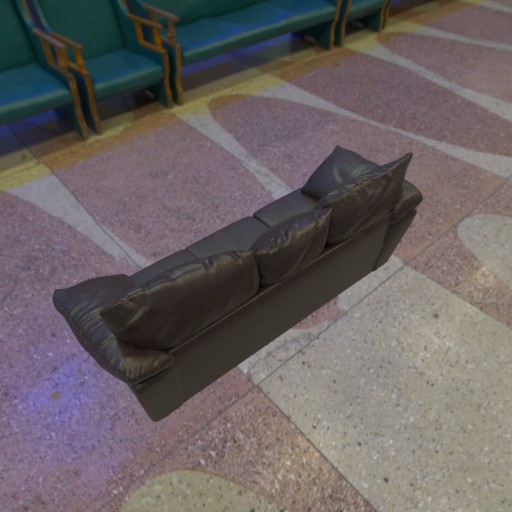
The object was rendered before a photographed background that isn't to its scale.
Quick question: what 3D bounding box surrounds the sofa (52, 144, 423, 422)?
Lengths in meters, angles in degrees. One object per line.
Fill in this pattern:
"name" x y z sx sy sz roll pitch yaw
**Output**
"sofa" 0.000 0.000 2.912 2.390 1.091 0.907 -30 52 -26
